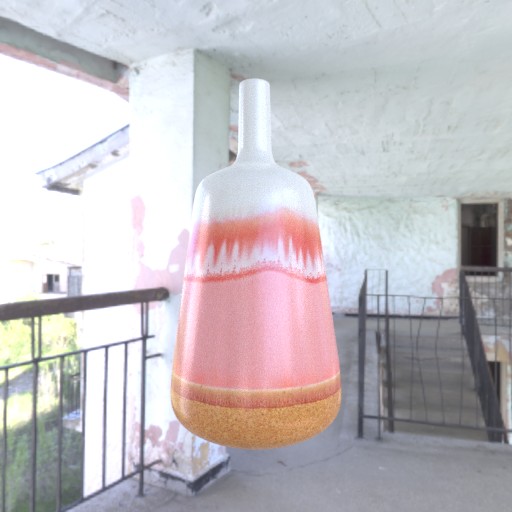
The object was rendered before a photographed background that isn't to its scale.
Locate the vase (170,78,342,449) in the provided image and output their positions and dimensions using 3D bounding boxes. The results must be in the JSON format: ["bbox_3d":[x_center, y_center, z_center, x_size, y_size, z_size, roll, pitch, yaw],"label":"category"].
[{"bbox_3d":[0.000,0.000,0.381,0.144,0.296,0.144,0,0,0],"label":"vase"}]
